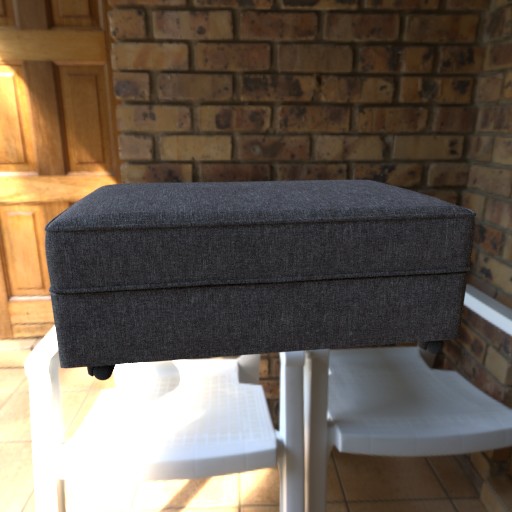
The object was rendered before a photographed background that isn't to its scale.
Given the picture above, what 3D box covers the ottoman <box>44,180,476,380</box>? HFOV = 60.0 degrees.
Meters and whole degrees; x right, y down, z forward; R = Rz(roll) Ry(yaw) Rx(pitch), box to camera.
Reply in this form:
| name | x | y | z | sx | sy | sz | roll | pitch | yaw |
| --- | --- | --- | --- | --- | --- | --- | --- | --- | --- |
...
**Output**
| name | x | y | z | sx | sy | sz | roll | pitch | yaw |
| --- | --- | --- | --- | --- | --- | --- | --- | --- | --- |
| ottoman | 0.000 | 0.000 | 1.535 | 1.184 | 0.487 | 0.717 | -2 | 16 | -8 |
